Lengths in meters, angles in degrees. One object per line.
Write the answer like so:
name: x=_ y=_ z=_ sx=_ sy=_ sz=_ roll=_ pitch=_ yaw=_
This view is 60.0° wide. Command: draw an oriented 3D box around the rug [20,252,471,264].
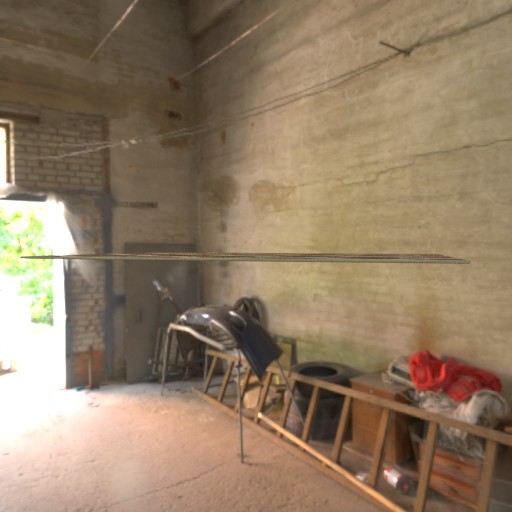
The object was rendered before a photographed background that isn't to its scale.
rug: x=0.000 y=0.000 z=2.830 sx=2.290 sy=0.014 sz=1.526 roll=0 pitch=1 yaw=18
